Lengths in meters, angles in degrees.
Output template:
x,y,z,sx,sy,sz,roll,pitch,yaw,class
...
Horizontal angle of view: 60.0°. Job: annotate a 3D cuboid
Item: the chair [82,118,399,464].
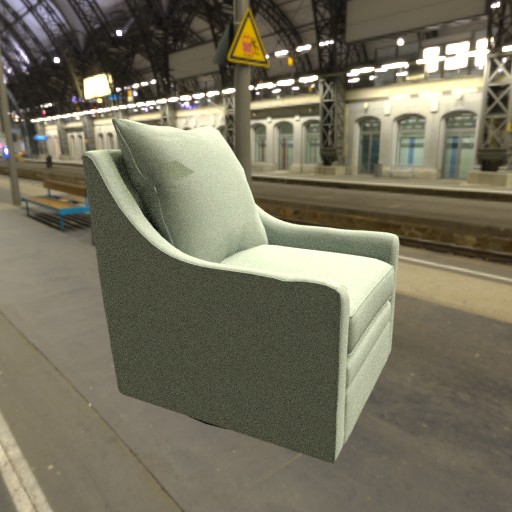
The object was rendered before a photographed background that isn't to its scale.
x,y,z,sx,sy,sz,roll,pitch,yaw,class
0.000,0.000,1.574,0.870,0.926,0.760,7,15,27,chair
